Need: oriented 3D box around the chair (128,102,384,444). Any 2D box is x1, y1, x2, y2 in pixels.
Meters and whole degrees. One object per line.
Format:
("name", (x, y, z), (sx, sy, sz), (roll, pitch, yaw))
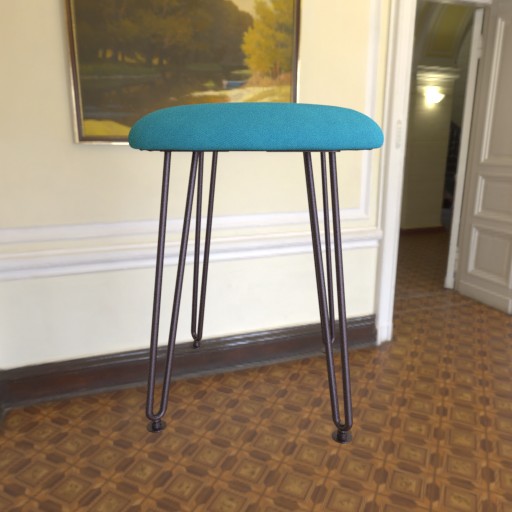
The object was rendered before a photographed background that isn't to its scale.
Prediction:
("chair", (0.000, 0.000, 0.672), (0.350, 0.430, 0.350), (-2, 14, -7))
